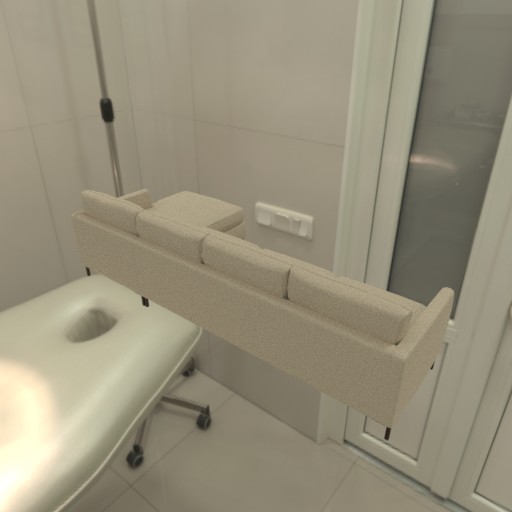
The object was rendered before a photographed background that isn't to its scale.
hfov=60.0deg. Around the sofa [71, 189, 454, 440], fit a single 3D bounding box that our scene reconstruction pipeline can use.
[{"bbox_3d":[0.000,0.000,3.216,2.731,0.755,1.258,21,35,33],"label":"sofa"}]
